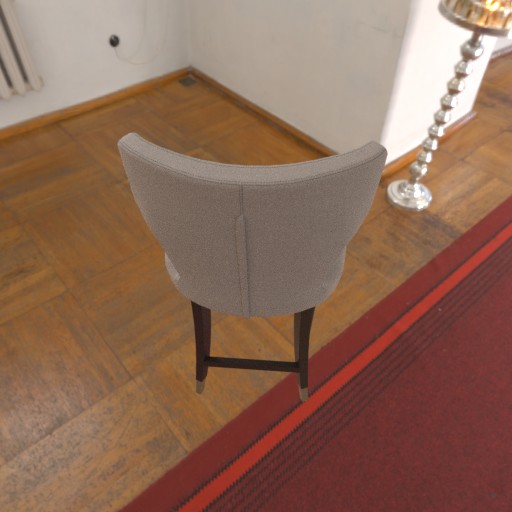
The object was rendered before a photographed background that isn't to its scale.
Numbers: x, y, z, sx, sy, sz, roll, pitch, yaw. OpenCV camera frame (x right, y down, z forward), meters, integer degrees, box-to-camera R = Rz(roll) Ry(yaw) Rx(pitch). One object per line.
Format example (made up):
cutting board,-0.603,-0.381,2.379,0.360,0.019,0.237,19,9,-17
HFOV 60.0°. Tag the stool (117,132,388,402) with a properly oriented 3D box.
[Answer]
stool,0.000,0.000,1.309,0.527,0.982,0.563,3,47,3
